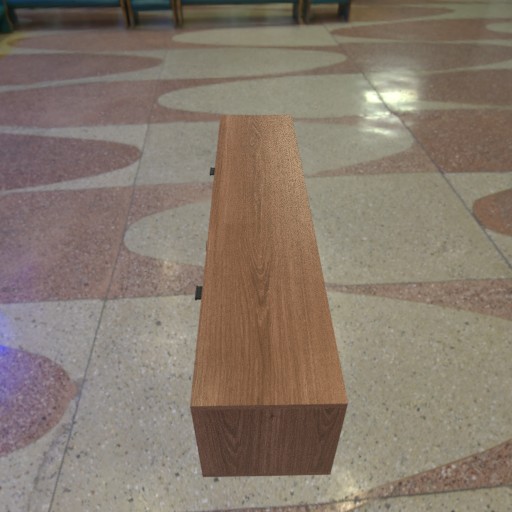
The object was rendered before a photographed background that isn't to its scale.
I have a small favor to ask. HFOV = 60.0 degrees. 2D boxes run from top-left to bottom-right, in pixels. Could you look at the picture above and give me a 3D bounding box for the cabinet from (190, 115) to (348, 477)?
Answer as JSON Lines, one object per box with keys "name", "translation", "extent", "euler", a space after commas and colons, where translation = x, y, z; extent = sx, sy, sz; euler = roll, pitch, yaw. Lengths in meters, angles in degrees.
{"name": "cabinet", "translation": [0.000, 0.000, 1.820], "extent": [0.400, 0.500, 1.650], "euler": [-1, 41, -1]}
